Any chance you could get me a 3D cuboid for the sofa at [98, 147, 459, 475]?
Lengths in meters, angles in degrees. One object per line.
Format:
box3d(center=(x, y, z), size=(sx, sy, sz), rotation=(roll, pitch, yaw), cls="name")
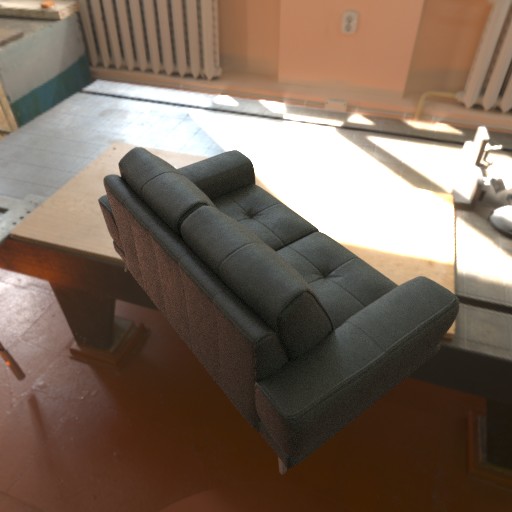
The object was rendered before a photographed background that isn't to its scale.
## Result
box3d(center=(0.000, 0.000, 2.338), size=(1.018, 0.907, 1.806), rotation=(-26, 48, -27), cls="sofa")
